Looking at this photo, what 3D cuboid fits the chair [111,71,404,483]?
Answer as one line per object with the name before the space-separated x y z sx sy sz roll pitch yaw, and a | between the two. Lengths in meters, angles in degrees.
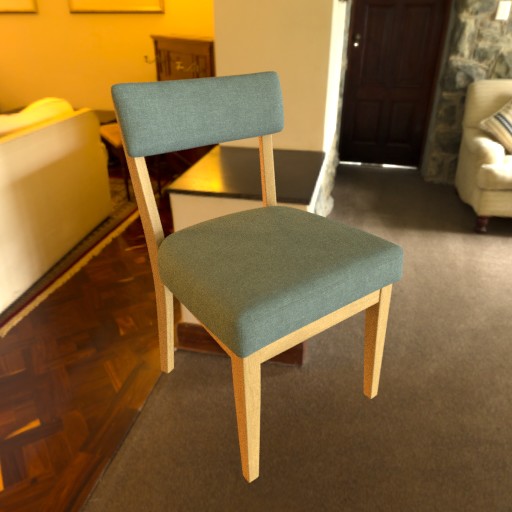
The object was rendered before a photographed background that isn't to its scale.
chair | 0.000 0.000 1.154 0.508 0.832 0.572 -20 34 -32
